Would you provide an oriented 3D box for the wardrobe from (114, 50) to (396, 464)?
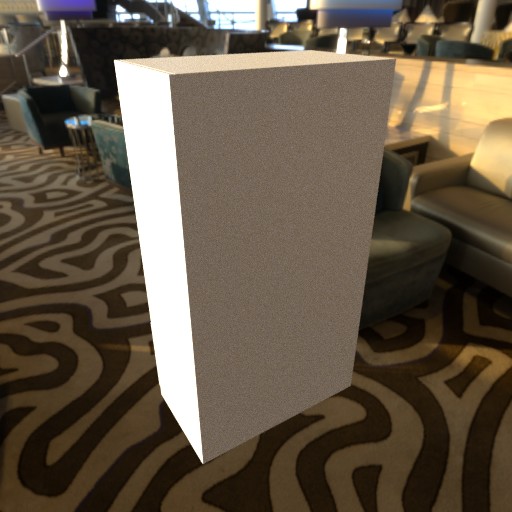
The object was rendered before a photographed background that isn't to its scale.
[{"bbox_3d":[0.000,0.000,2.220,0.991,1.808,0.577,-17,33,-28],"label":"wardrobe"}]
